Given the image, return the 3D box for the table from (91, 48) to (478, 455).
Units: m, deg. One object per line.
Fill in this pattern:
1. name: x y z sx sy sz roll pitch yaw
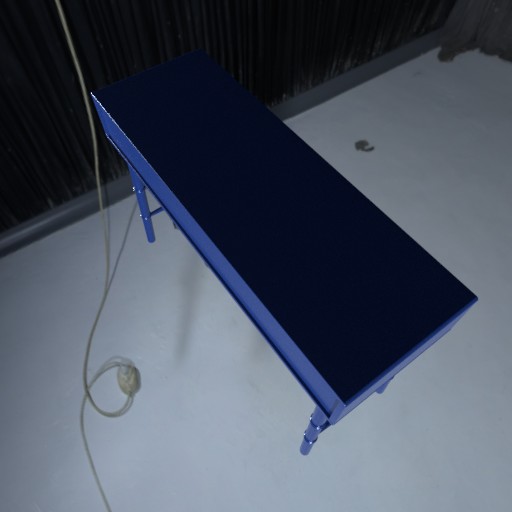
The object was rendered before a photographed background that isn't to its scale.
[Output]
1. table: 0.000 0.000 1.441 0.399 0.749 1.118 -31 63 -18
